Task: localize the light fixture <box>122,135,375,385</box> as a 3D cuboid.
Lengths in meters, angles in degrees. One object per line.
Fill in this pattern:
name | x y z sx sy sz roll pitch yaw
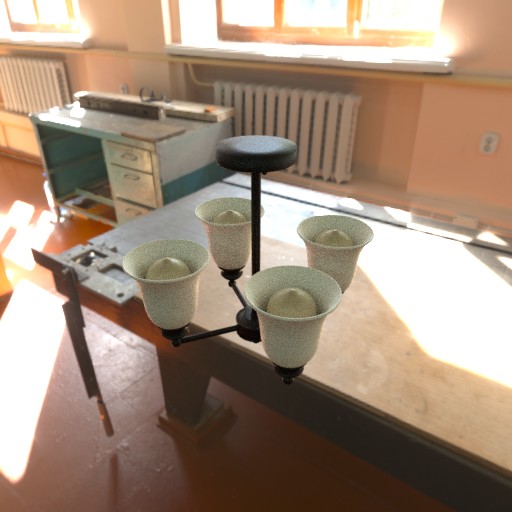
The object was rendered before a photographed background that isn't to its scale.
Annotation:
light fixture | 0.000 0.000 1.848 1.069 0.925 1.069 -10 31 -17
